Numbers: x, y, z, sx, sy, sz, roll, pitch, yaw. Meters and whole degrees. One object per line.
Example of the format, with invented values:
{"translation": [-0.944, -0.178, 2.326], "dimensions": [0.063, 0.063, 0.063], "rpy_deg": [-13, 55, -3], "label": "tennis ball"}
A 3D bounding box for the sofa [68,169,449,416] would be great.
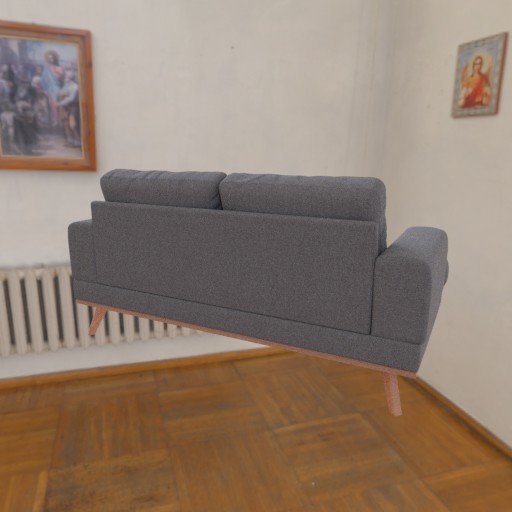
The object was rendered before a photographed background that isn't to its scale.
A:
{"translation": [0.000, 0.000, 2.102], "dimensions": [1.650, 0.810, 0.785], "rpy_deg": [7, 16, 26], "label": "sofa"}
